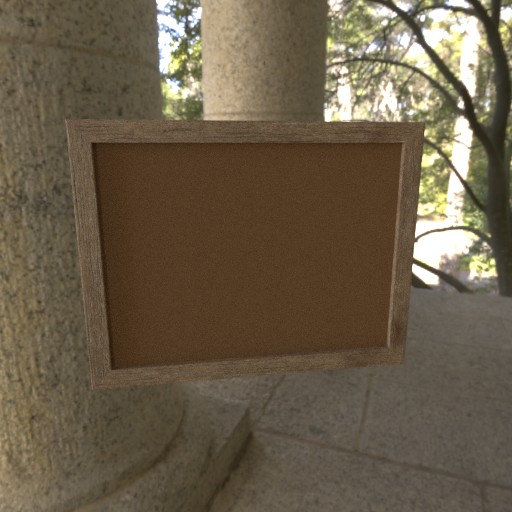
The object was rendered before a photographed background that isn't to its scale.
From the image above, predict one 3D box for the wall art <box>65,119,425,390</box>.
[{"bbox_3d":[0.000,0.000,0.917,0.690,0.535,0.026,-2,14,-9],"label":"wall art"}]
